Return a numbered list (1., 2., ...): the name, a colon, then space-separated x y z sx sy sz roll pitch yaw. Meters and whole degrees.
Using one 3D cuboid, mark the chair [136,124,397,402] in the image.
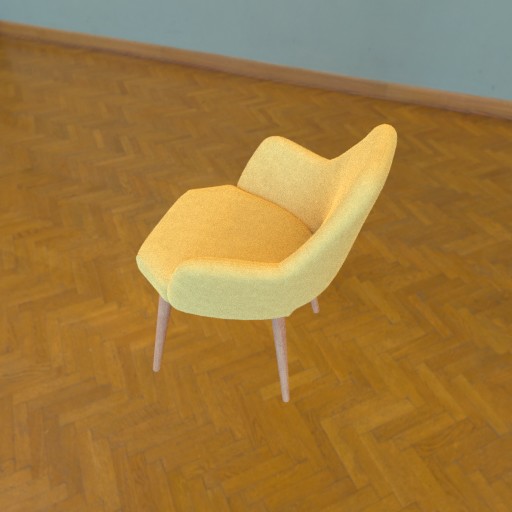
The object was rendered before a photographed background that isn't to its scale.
1. chair: 0.000 0.000 1.280 0.610 0.840 0.590 15 47 14
